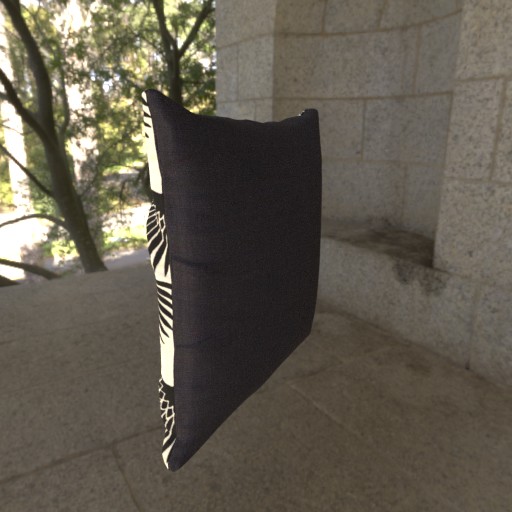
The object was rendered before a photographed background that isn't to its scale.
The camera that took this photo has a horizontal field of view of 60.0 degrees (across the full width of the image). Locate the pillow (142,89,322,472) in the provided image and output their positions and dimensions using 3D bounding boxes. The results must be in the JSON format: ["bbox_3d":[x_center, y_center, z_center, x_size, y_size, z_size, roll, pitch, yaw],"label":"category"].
[{"bbox_3d":[0.000,0.000,0.655,0.139,0.432,0.432,8,18,27],"label":"pillow"}]
